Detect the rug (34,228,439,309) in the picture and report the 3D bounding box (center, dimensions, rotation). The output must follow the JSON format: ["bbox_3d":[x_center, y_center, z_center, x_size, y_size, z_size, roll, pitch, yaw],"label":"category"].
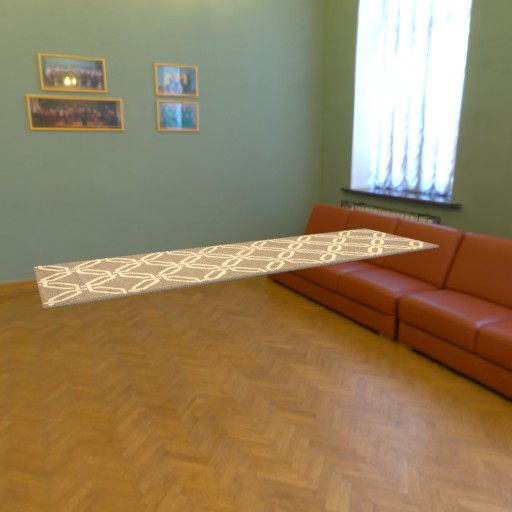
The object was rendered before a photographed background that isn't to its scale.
[{"bbox_3d":[0.000,0.000,2.554,2.276,0.014,0.678,-8,16,-28],"label":"rug"}]
